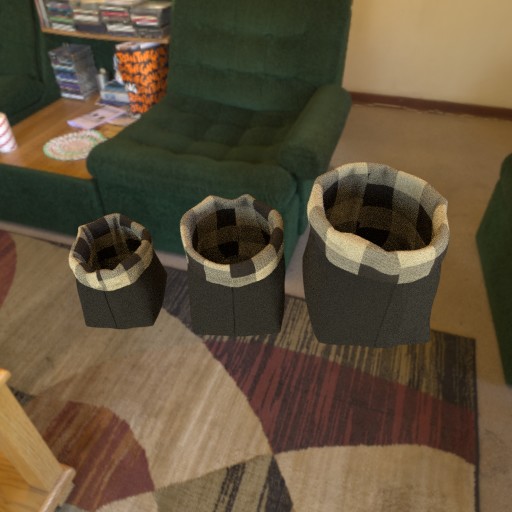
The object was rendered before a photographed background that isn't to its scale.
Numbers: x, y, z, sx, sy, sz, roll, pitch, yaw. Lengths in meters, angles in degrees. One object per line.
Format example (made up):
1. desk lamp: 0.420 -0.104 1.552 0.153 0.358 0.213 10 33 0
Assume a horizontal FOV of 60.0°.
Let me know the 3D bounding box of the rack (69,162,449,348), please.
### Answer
1. rack: 0.000 0.000 1.085 0.889 0.329 0.370 0 42 0
